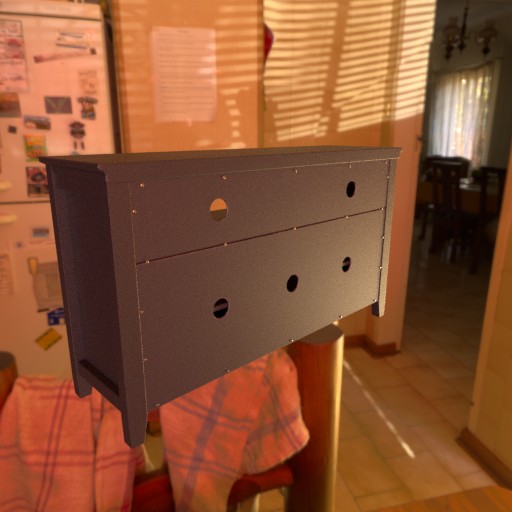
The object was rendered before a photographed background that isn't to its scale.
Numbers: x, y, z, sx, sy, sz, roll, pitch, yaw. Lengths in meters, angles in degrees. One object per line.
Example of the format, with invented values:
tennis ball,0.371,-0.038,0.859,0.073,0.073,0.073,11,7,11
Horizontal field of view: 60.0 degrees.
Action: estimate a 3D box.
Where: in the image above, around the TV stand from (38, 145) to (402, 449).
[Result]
TV stand,0.000,0.000,1.477,1.198,0.681,0.347,-15,22,-42
